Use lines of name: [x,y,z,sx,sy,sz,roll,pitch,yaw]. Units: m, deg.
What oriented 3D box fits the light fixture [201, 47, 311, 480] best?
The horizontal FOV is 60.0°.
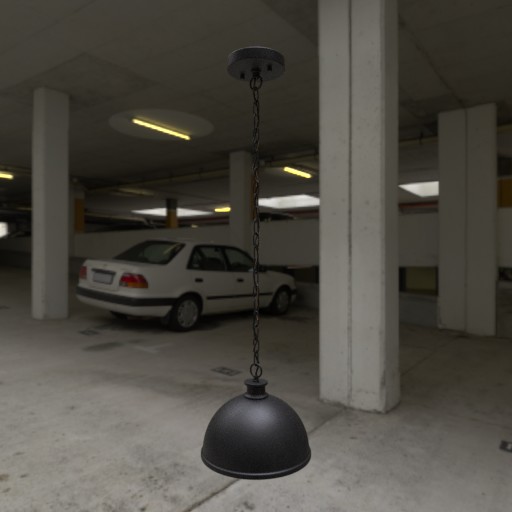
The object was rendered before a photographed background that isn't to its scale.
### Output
light fixture: [0.000,0.000,1.231,0.304,1.090,0.304,0,0,35]
